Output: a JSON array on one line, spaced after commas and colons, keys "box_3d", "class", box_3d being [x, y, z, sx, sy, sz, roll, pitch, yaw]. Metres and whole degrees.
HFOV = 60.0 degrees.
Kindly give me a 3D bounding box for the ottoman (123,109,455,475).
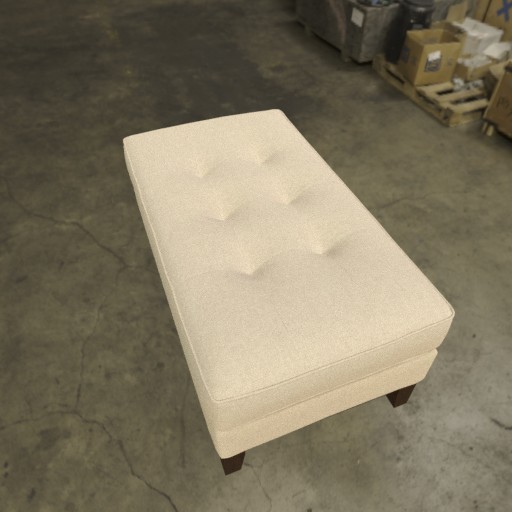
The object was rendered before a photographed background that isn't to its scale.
[{"box_3d": [0.000, 0.000, 1.488, 0.648, 0.508, 1.143, -15, 48, -15], "class": "ottoman"}]
